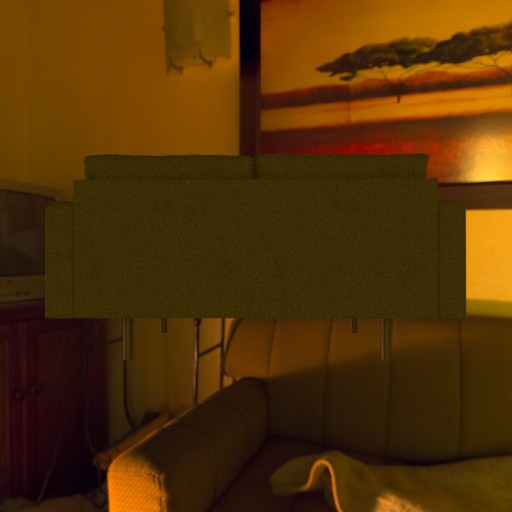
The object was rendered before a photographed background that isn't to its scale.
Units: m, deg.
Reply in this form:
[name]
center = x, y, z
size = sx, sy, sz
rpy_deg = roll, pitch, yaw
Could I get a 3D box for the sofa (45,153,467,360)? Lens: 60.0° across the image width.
[sofa]
center = 0.000, 0.000, 2.246
size = 1.730, 0.897, 0.889
rpy_deg = 0, 0, 1
